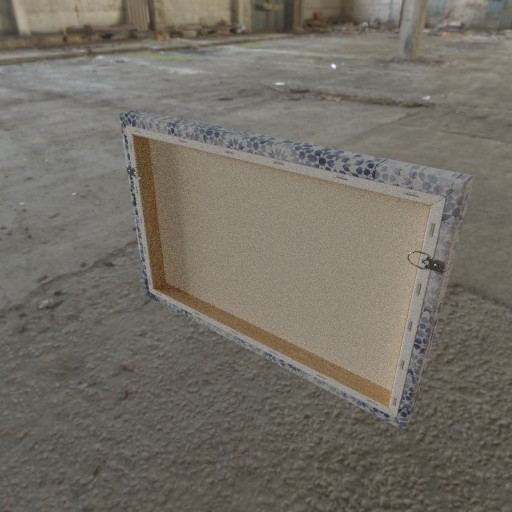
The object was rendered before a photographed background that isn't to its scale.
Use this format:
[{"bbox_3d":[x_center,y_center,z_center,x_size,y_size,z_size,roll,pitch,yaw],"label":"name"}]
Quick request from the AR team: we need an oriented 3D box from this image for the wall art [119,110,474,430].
[{"bbox_3d":[0.000,0.000,1.139,0.911,0.608,0.057,21,36,32],"label":"wall art"}]
